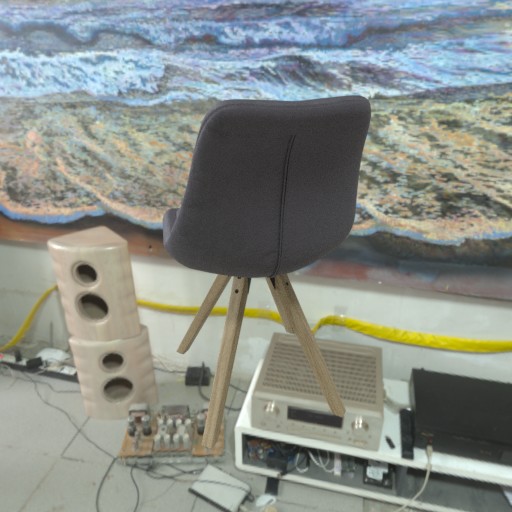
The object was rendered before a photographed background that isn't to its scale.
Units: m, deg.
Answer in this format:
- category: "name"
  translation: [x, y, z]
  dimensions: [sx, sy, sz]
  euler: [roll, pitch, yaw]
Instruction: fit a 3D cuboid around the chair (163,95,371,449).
- category: "chair"
  translation: [0.000, 0.000, 1.200]
  dimensions: [0.483, 0.865, 0.547]
  euler: [-7, 27, -15]
